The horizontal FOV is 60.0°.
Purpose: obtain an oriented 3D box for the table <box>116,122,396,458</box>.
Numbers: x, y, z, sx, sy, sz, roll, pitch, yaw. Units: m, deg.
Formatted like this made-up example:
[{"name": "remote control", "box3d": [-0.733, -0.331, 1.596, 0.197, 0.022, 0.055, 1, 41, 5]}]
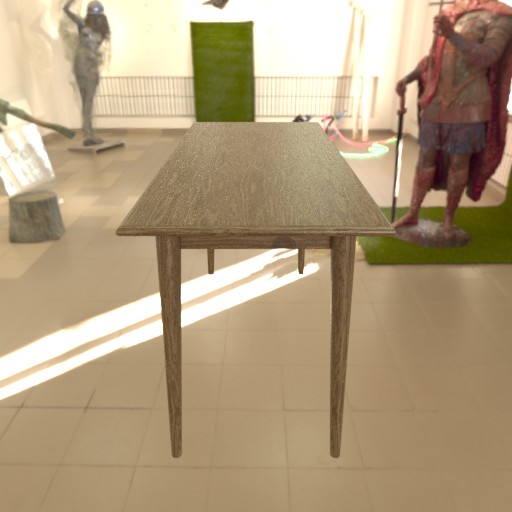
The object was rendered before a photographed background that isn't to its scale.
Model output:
[{"name": "table", "box3d": [0.000, 0.000, 1.698, 0.599, 0.780, 1.300, 0, 26, 0]}]
